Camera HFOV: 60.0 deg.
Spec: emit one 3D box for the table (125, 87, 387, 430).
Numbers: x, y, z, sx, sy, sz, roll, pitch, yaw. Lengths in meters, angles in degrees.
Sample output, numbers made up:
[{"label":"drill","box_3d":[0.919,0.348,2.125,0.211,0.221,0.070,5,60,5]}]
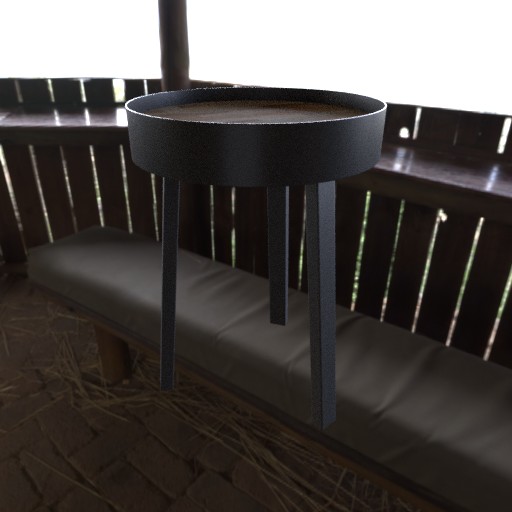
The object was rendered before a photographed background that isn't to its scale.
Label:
[{"label":"table","box_3d":[0.000,0.000,0.838,0.406,0.559,0.406,0,27,0]}]
